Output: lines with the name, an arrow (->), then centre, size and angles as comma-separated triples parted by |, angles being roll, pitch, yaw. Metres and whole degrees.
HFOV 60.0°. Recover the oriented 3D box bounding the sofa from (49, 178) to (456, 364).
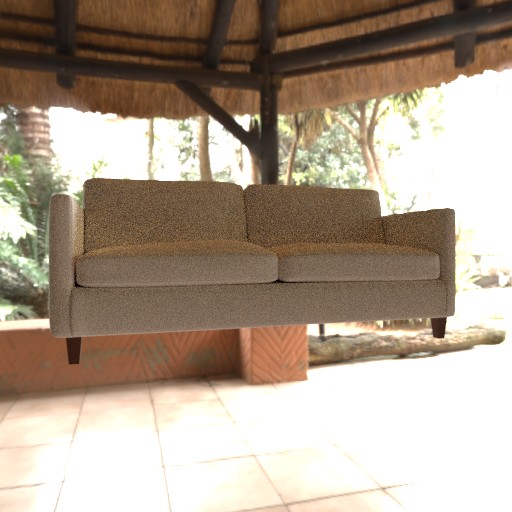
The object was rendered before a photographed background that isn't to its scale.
sofa -> 0.000, 0.000, 2.612 | 2.139, 0.933, 0.924 | 0, 1, -17
